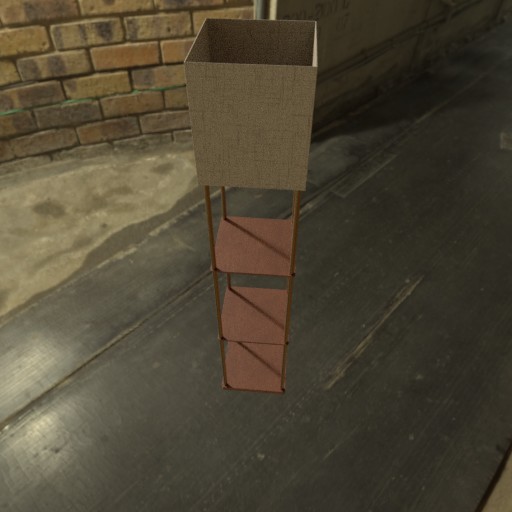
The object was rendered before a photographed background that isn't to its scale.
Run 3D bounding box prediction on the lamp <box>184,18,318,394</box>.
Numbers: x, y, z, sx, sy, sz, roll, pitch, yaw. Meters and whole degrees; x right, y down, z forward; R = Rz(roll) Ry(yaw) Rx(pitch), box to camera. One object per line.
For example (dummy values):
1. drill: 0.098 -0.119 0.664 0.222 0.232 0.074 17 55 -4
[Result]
1. lamp: 0.000 0.000 1.687 0.310 1.569 0.308 4 46 4
